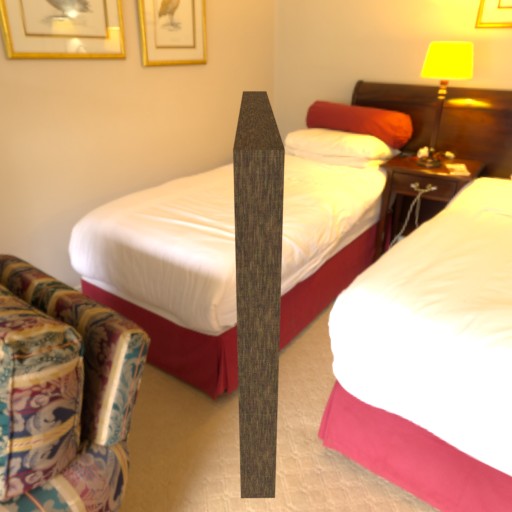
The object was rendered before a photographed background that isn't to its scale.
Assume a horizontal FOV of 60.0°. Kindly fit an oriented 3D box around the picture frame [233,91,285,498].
[{"bbox_3d":[0.000,0.000,0.521,0.033,0.330,0.378,0,26,-1],"label":"picture frame"}]
